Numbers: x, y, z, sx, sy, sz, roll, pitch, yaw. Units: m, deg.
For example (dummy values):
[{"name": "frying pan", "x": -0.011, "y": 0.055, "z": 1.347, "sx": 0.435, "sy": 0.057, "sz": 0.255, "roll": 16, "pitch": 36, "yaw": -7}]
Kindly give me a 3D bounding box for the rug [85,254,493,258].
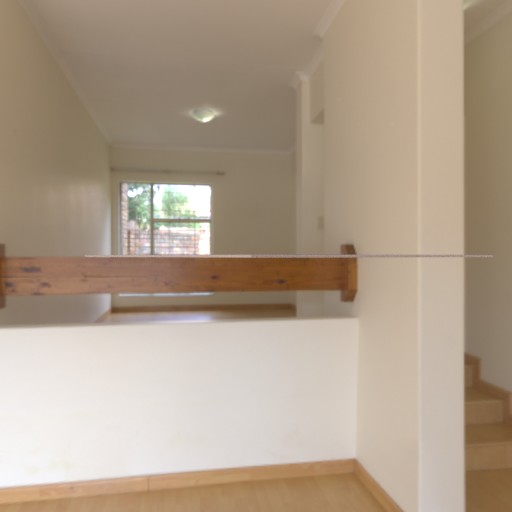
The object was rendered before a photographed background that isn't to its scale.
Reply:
[{"name": "rug", "x": 0.000, "y": 0.000, "z": 2.892, "sx": 1.600, "sy": 0.013, "sz": 2.260, "roll": 0, "pitch": 0, "yaw": -35}]
